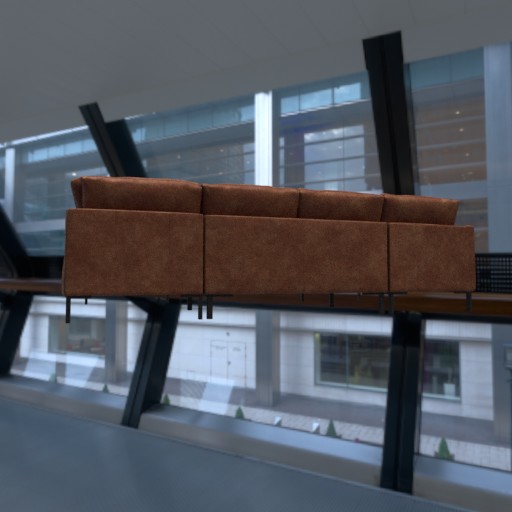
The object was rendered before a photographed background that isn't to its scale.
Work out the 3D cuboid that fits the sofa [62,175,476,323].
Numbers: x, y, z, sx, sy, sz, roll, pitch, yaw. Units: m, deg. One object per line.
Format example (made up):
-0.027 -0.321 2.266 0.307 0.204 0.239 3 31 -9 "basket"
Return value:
0.000 0.000 3.884 2.956 0.900 1.939 1 -3 -17 "sofa"
